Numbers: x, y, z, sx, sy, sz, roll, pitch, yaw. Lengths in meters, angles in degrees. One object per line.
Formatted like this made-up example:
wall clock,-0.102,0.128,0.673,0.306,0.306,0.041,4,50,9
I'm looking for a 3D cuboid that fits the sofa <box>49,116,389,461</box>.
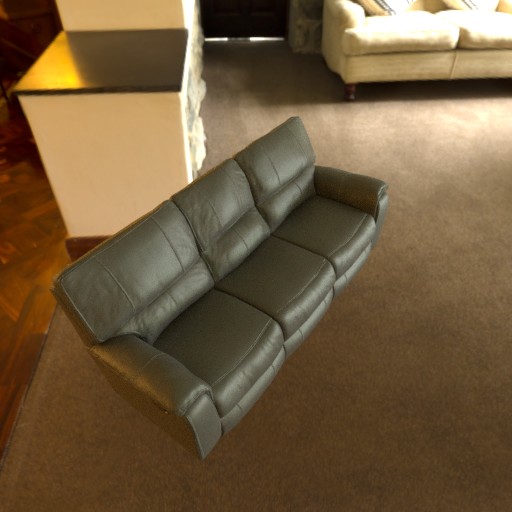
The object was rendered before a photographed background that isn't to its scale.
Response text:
sofa,0.000,0.000,3.282,1.104,1.134,2.627,26,48,26
